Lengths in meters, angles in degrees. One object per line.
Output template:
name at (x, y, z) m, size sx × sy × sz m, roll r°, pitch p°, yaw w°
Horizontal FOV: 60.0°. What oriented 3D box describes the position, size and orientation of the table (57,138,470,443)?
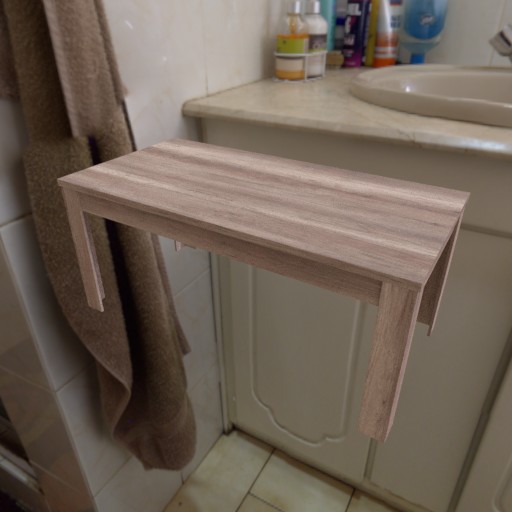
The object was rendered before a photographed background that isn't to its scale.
table at (0.000, 0.000, 2.348) m, size 1.800 × 0.790 × 0.900 m, roll 17°, pitch 34°, yaw 27°
